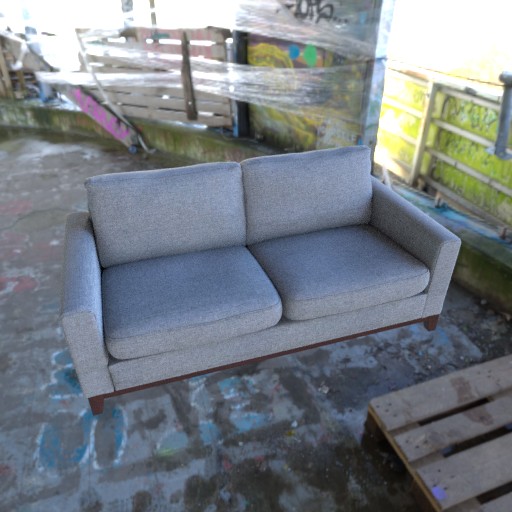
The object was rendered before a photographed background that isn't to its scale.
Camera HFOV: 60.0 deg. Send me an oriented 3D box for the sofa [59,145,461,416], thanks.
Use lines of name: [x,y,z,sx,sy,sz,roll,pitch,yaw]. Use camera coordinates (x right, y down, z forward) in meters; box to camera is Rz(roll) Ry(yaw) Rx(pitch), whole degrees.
sofa: [0.000,0.000,2.477,1.978,0.892,0.969,-10,34,-15]
